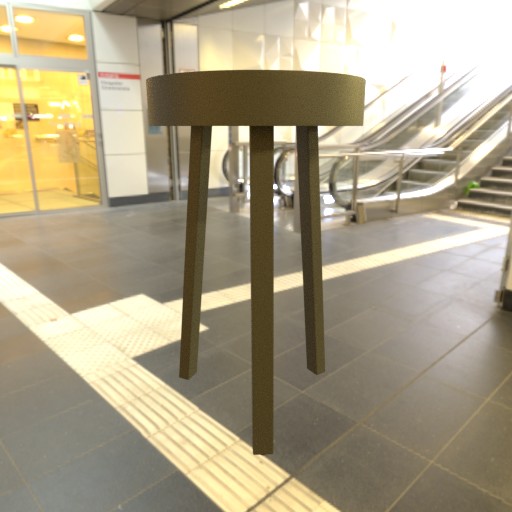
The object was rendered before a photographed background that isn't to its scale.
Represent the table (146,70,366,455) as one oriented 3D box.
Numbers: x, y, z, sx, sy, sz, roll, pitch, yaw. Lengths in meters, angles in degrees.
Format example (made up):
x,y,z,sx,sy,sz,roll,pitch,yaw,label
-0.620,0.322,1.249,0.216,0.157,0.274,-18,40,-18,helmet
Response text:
x,y,z,sx,sy,sz,roll,pitch,yaw,label
0.000,0.000,0.938,0.406,0.686,0.406,8,18,25,table
